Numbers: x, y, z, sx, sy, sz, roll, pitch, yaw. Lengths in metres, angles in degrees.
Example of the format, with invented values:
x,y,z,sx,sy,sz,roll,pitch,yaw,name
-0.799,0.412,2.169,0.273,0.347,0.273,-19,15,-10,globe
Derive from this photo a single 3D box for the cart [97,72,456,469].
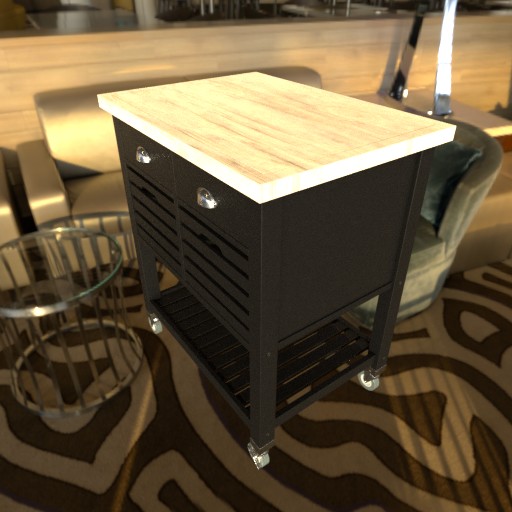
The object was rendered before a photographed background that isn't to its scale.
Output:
x,y,z,sx,sy,sz,roll,pitch,yaw,name
0.000,0.000,1.406,0.567,0.920,0.797,-22,39,-30,cart
